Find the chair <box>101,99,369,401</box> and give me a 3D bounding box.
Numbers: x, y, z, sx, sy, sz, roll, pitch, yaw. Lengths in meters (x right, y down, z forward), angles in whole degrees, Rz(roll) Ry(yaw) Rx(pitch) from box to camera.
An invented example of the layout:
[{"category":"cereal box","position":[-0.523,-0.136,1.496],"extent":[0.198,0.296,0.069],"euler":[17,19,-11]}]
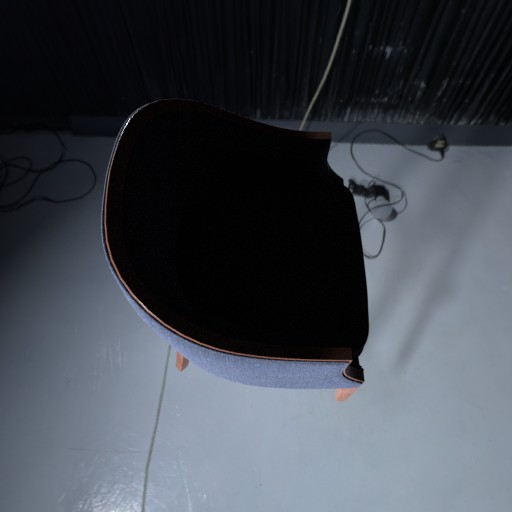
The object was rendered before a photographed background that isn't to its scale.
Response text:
[{"category":"chair","position":[0.000,0.000,1.456],"extent":[0.735,0.876,0.803],"euler":[0,62,0]}]
